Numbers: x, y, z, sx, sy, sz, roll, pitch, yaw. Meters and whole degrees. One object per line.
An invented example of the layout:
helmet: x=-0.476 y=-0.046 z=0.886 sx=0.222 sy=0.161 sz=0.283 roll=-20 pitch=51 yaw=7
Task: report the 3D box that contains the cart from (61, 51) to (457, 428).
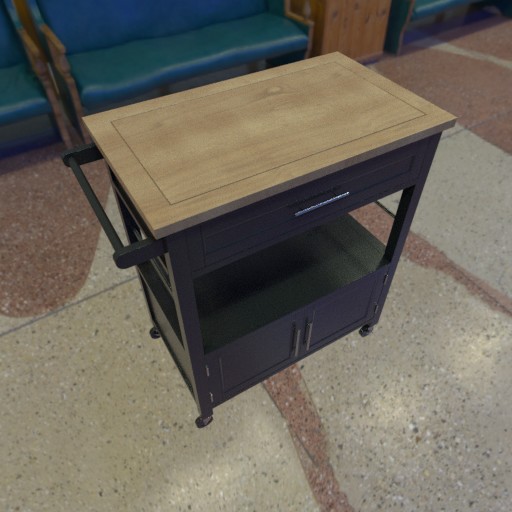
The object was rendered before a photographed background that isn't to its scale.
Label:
cart: x=0.000 y=0.000 z=1.357 sx=0.840 sy=0.901 sz=0.459 roll=-23 pitch=50 yaw=-21
